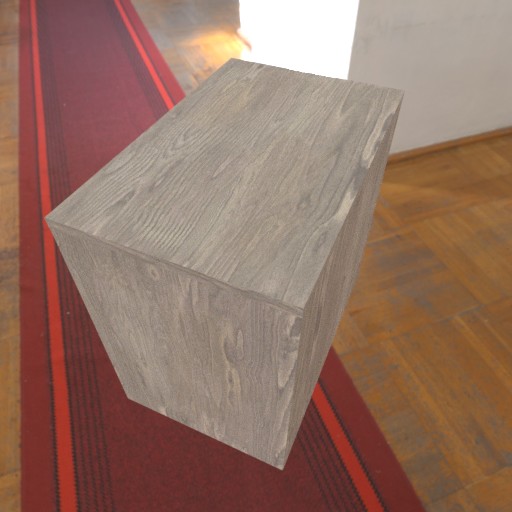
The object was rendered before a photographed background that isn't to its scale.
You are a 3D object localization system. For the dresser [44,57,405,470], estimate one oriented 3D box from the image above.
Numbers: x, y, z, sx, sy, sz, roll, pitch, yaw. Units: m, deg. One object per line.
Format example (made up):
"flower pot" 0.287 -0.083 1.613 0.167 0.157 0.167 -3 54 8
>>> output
"dresser" 0.000 0.000 1.308 0.529 0.762 0.809 18 49 16
